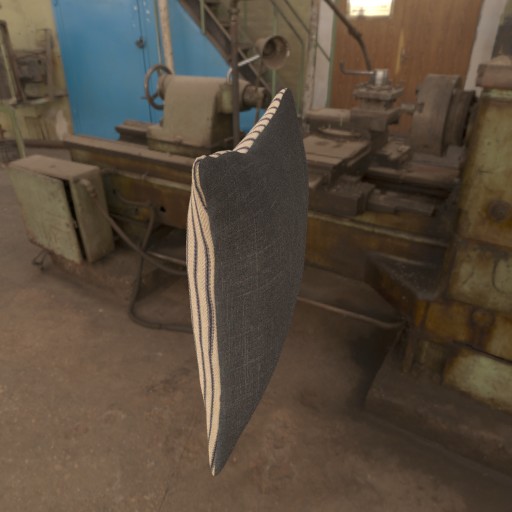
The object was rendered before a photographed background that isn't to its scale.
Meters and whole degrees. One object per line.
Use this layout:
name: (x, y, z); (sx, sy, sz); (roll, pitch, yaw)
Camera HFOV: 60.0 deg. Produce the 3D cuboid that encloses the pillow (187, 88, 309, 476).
pillow: (0.000, 0.000, 0.699); (0.138, 0.444, 0.468); (7, 30, 12)
